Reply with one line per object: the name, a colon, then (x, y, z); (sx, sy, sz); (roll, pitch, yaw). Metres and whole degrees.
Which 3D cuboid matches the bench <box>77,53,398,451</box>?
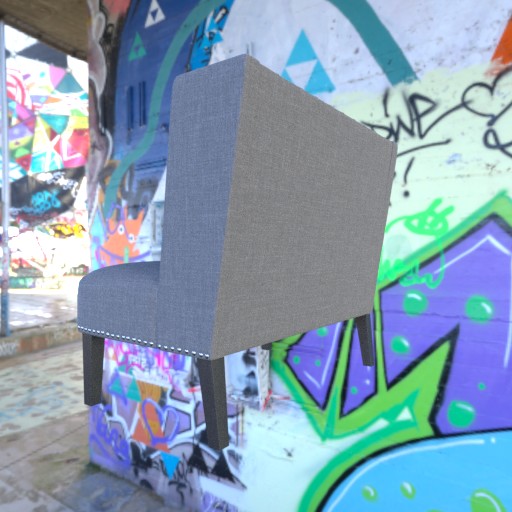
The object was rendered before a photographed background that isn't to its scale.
bench: (0.000, 0.000, 1.954); (0.842, 1.121, 1.276); (0, 1, 36)
